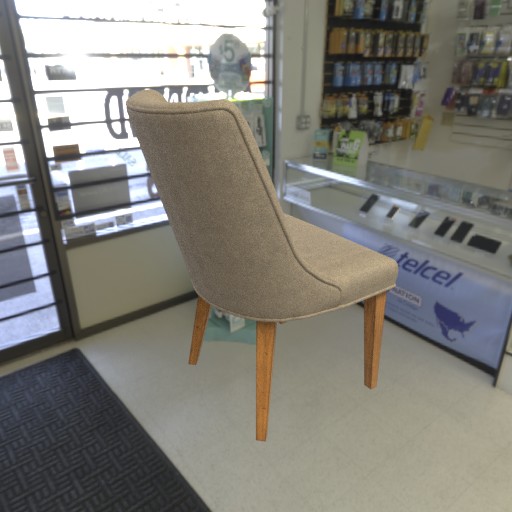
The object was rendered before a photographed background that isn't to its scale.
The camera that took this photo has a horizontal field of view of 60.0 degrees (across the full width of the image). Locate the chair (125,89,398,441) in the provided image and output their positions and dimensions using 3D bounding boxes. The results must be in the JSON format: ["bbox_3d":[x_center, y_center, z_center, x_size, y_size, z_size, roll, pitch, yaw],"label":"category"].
[{"bbox_3d":[0.000,0.000,1.303,0.636,0.916,0.548,-16,29,-32],"label":"chair"}]
